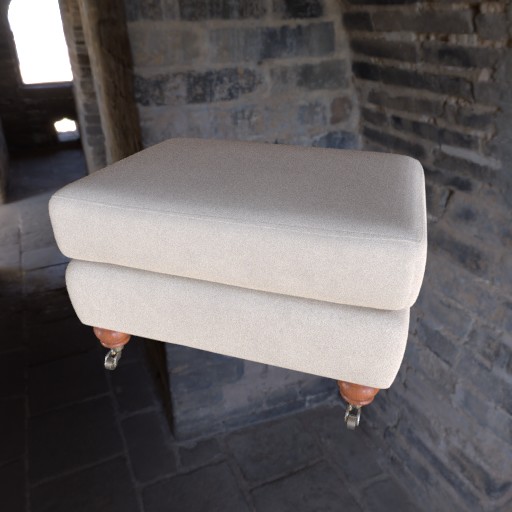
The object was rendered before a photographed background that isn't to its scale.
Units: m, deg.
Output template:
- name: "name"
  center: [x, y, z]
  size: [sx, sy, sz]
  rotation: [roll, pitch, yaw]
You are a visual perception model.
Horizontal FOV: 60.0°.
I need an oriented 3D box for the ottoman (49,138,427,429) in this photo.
- name: "ottoman"
  center: [0.000, 0.000, 1.139]
  size: [0.773, 0.504, 0.569]
  rotation: [9, 29, 16]
